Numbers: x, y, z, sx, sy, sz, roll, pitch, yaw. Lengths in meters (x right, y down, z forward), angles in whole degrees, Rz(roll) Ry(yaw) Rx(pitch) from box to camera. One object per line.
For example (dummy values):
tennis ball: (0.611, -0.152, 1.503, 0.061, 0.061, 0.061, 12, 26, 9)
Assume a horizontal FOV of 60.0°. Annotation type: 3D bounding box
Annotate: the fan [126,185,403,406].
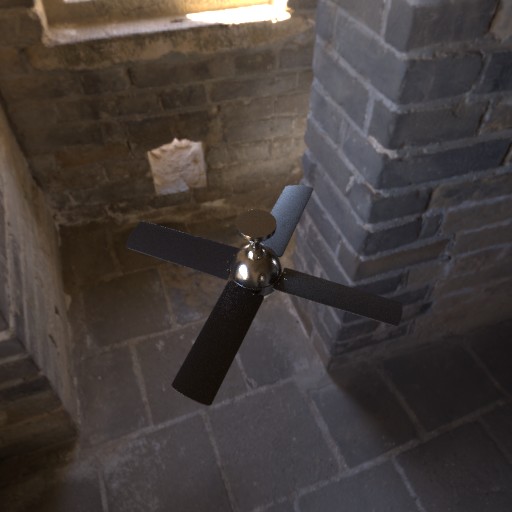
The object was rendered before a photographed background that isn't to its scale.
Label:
fan: (0.000, 0.000, 1.972, 1.332, 0.403, 1.332, 16, 50, 14)
